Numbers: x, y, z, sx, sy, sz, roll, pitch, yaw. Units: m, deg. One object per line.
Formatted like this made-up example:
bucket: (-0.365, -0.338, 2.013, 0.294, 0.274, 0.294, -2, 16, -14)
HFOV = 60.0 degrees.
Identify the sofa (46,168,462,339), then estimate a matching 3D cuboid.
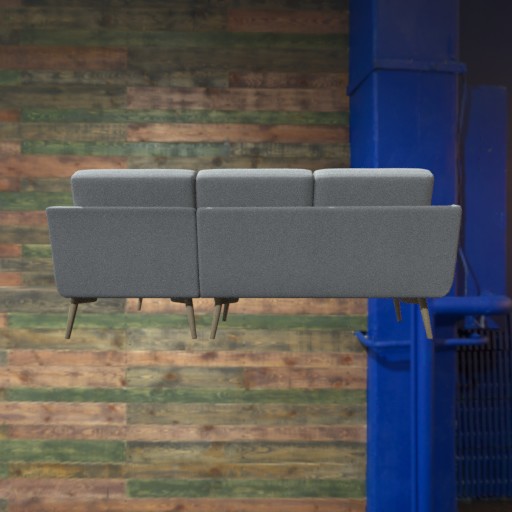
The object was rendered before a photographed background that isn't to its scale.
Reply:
sofa: (0.000, 0.000, 2.845, 2.040, 0.860, 1.530, 0, 0, 1)
